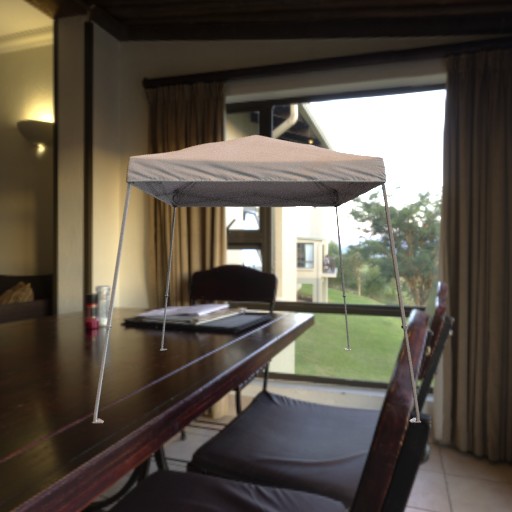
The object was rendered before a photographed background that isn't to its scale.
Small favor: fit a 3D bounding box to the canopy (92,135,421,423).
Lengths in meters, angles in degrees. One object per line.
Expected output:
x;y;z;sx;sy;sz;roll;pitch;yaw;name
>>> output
0.000;0.000;5.241;2.849;2.849;2.848;0;1;0;canopy
